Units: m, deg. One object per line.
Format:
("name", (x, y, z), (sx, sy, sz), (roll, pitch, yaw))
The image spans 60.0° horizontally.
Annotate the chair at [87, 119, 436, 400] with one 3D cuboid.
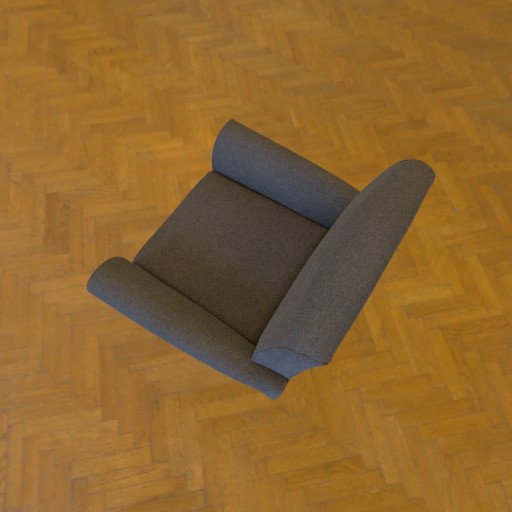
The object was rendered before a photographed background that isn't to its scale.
("chair", (0.000, 0.000, 1.782), (0.905, 1.061, 0.978), (30, 67, 14))
